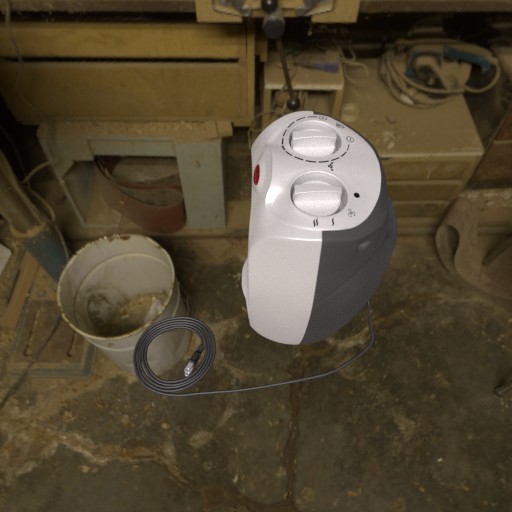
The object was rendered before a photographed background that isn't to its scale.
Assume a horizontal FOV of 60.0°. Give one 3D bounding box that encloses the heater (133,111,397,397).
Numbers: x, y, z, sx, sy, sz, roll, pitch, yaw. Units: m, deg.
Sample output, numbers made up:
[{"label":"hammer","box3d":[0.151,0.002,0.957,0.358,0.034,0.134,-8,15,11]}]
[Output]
[{"label":"heater","box3d":[0.000,0.000,0.467,0.291,0.240,0.239,1,59,1]}]
